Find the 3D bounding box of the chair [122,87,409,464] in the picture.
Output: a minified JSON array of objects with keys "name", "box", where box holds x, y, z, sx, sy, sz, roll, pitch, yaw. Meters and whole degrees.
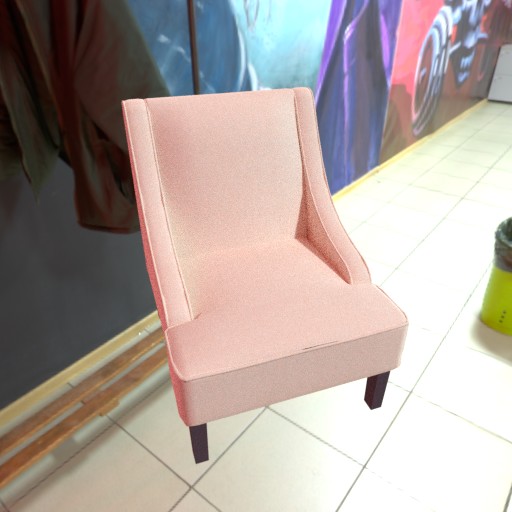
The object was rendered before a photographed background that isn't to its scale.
[{"name":"chair","box":[0.000,0.000,1.459,0.689,0.886,0.806,-10,33,-16]}]
